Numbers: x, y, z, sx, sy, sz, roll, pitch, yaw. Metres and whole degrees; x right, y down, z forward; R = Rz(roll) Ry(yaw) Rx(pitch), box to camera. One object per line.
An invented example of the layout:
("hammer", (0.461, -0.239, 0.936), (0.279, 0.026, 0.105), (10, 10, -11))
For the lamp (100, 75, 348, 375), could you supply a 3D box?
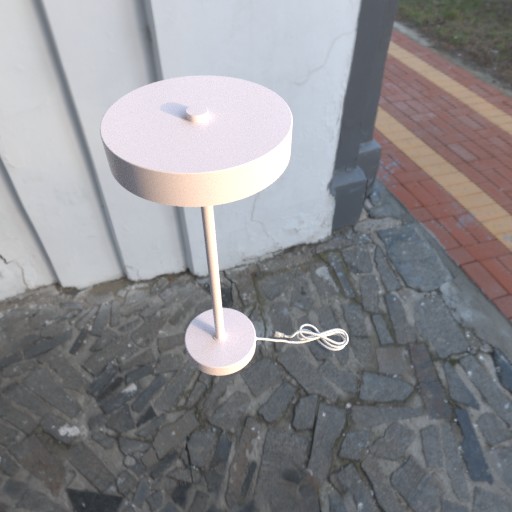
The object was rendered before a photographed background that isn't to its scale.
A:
("lamp", (0.000, 0.000, 0.712), (0.369, 0.508, 0.229), (-2, 46, -2))
